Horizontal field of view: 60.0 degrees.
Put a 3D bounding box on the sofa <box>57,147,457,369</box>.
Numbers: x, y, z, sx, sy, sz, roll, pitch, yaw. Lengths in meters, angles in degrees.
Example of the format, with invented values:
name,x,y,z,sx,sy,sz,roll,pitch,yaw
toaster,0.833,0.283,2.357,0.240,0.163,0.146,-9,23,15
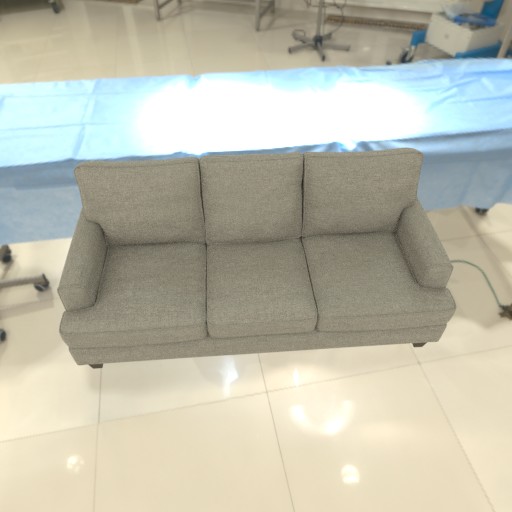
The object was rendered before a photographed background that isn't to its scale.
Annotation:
name,x,y,z,sx,sy,sz,roll,pitch,yaw
sofa,0.000,0.000,2.650,2.158,0.965,0.951,-3,47,-3
